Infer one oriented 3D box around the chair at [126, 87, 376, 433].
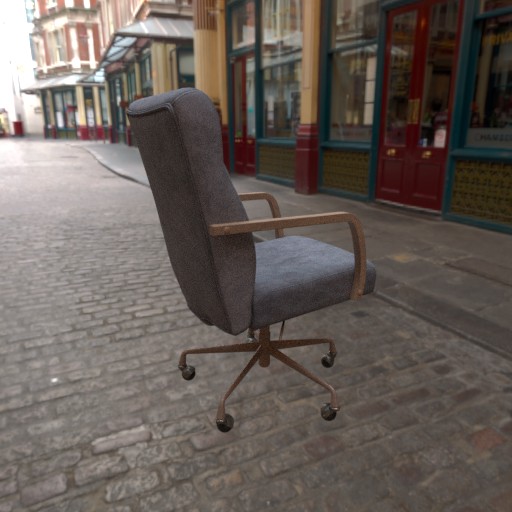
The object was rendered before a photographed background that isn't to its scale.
[{"bbox_3d":[0.000,0.000,1.524,0.741,1.029,0.640,-8,18,-27],"label":"chair"}]
